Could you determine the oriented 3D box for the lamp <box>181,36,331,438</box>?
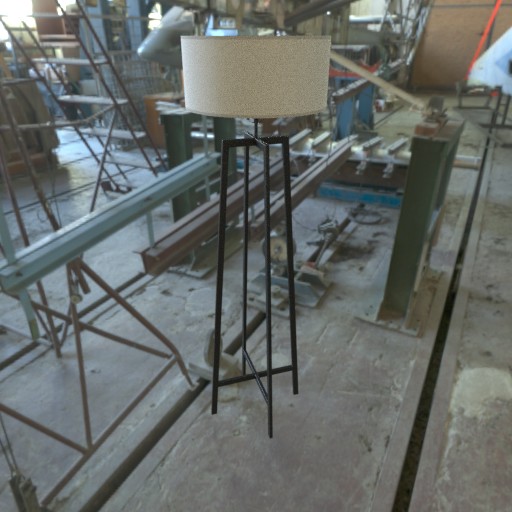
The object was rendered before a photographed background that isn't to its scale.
[{"bbox_3d":[0.000,0.000,1.697,0.457,1.510,0.456,-8,28,-16],"label":"lamp"}]
